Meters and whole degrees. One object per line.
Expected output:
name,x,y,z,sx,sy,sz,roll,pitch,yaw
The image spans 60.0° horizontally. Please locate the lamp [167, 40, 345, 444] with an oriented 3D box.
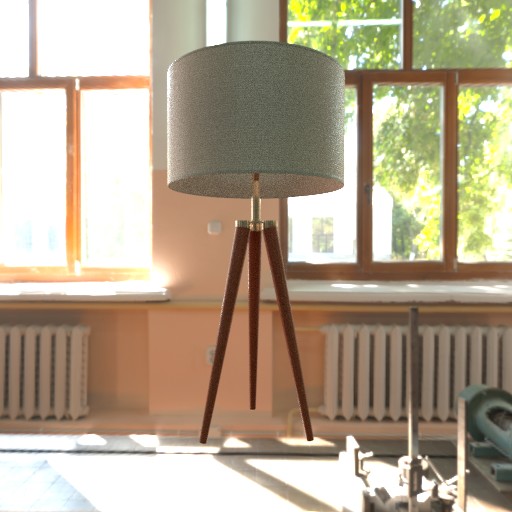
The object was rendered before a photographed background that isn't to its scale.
lamp,0.000,0.000,0.906,0.354,0.709,0.355,0,1,37
